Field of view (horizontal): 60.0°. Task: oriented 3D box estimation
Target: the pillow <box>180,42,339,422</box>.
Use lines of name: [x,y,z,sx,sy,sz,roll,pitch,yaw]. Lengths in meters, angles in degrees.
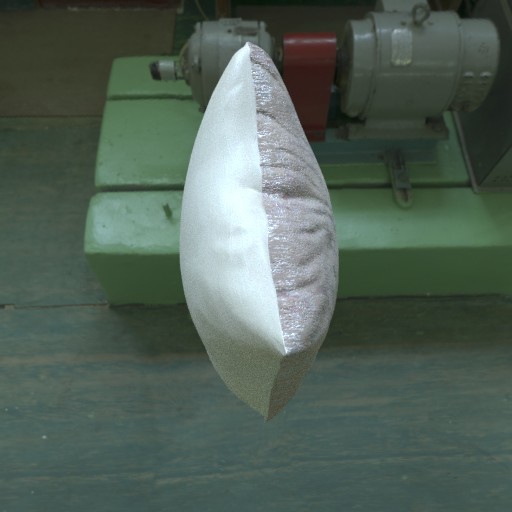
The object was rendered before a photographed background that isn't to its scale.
pillow: [0.000,0.000,0.708,0.245,0.448,0.450,-3,63,-1]
